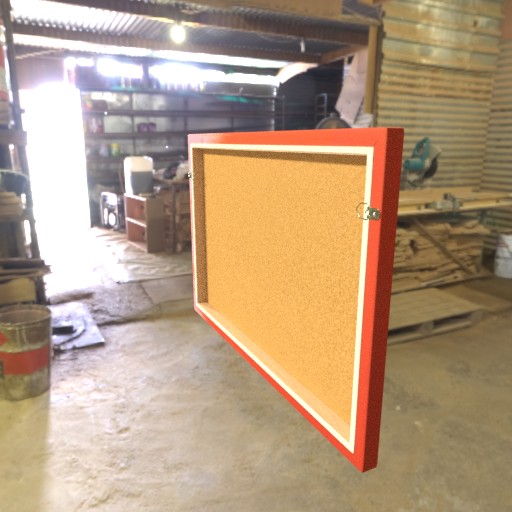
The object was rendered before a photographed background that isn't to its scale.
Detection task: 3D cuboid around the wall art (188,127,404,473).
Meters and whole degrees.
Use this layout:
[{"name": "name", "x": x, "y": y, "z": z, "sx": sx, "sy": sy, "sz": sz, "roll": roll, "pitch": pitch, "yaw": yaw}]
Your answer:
[{"name": "wall art", "x": 0.000, "y": 0.000, "z": 1.131, "sx": 0.040, "sy": 0.609, "sz": 0.913, "roll": -7, "pitch": 16, "yaw": -26}]
